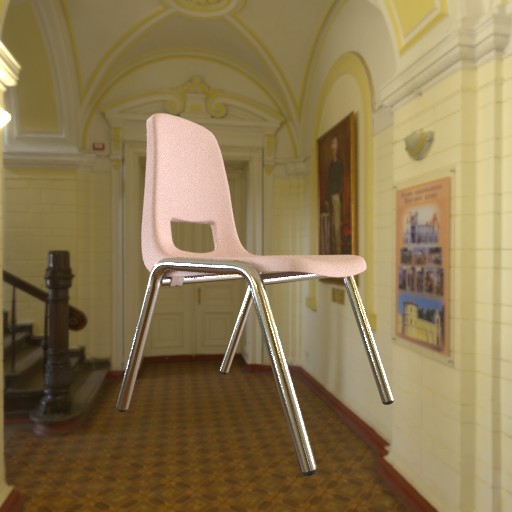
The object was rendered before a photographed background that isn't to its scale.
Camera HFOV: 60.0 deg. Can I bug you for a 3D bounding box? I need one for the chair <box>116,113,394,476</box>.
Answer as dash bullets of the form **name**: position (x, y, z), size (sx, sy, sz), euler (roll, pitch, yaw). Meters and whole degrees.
- **chair**: position (0.000, 0.000, 0.845), size (0.423, 0.586, 0.354), euler (1, 1, 35)
